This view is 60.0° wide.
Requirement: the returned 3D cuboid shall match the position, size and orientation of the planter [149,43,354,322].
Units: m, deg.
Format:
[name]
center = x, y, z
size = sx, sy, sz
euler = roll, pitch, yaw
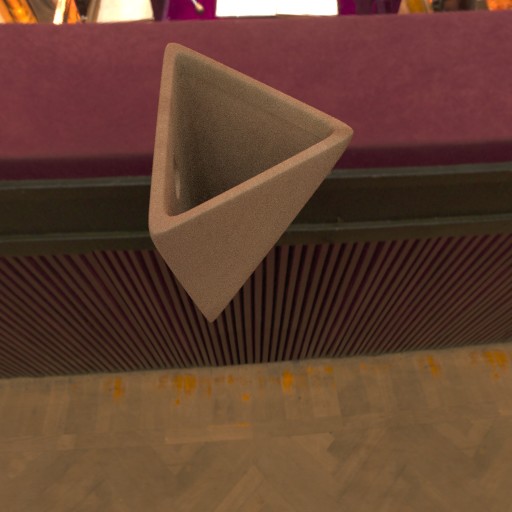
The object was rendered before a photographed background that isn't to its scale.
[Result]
[planter]
center = 0.000, 0.000, 0.274
size = 0.081, 0.224, 0.101
euler = -2, 62, -1
